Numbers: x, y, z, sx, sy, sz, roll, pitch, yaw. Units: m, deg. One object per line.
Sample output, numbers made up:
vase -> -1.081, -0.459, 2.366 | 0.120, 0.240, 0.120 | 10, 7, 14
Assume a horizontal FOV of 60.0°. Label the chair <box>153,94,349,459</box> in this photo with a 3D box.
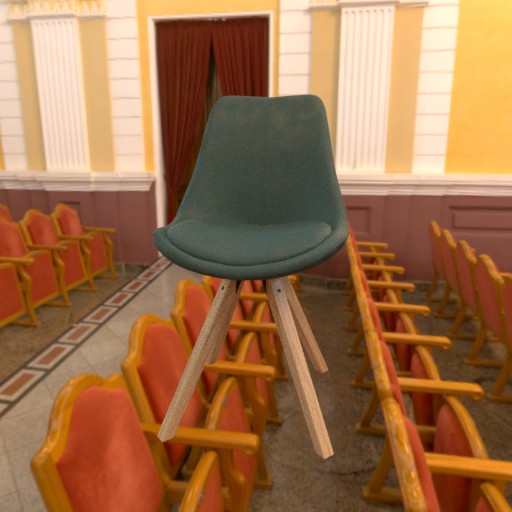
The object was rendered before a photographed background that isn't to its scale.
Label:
chair -> 0.000, 0.000, 1.187 | 0.483, 0.865, 0.547 | 2, 14, 9
